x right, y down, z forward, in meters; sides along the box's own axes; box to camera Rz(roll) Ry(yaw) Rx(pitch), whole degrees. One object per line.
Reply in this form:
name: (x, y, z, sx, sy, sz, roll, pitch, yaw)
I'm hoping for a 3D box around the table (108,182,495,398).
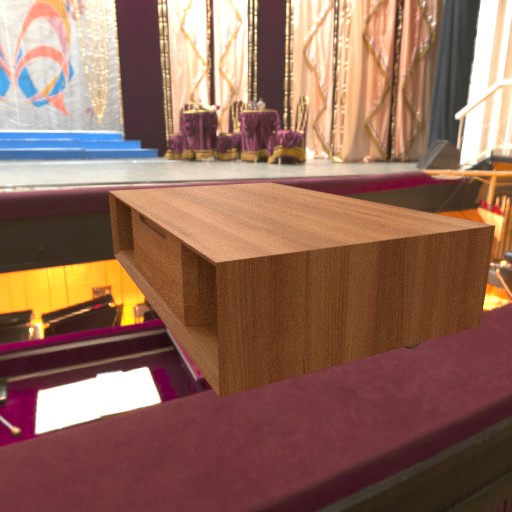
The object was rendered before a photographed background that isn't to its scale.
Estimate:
table: (0.000, 0.000, 1.401, 0.700, 0.330, 1.100, -8, 17, -26)
